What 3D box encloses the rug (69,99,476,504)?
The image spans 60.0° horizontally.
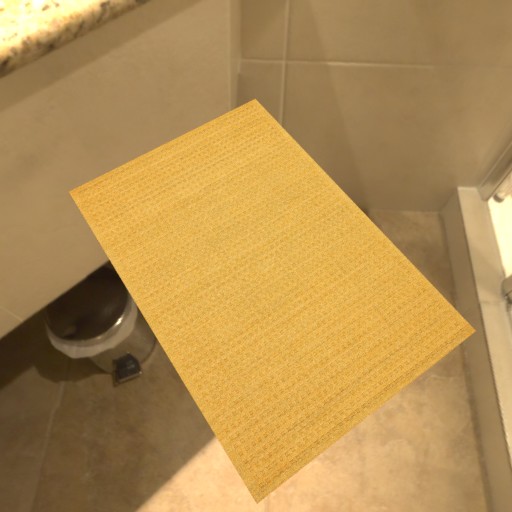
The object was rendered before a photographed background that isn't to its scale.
[{"bbox_3d":[0.000,0.000,3.590,1.981,0.006,2.895,-31,67,-15],"label":"rug"}]
